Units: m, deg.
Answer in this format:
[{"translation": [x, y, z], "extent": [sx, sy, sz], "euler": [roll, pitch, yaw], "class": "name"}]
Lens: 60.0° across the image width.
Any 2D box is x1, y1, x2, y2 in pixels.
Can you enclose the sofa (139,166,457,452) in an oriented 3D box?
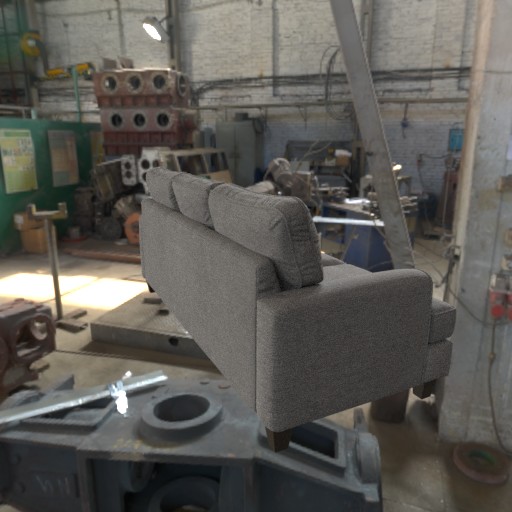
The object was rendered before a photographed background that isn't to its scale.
[{"translation": [0.000, 0.000, 2.643], "extent": [0.951, 0.965, 2.158], "euler": [-7, 17, -25], "class": "sofa"}]
